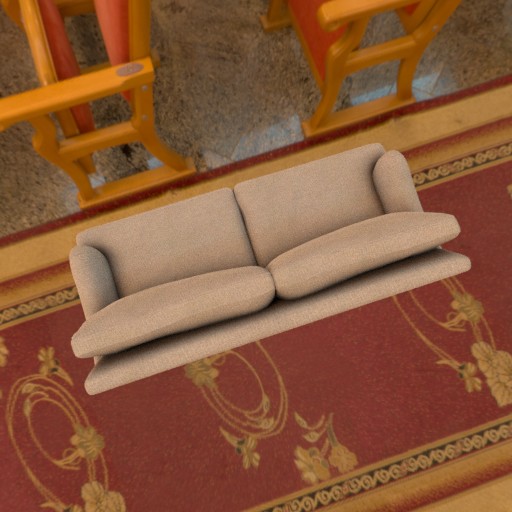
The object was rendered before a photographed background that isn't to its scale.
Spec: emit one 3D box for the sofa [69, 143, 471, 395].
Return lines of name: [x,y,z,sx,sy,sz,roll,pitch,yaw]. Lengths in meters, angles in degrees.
sofa: [0.000,0.000,2.844,2.193,1.096,1.069,-18,76,-4]
